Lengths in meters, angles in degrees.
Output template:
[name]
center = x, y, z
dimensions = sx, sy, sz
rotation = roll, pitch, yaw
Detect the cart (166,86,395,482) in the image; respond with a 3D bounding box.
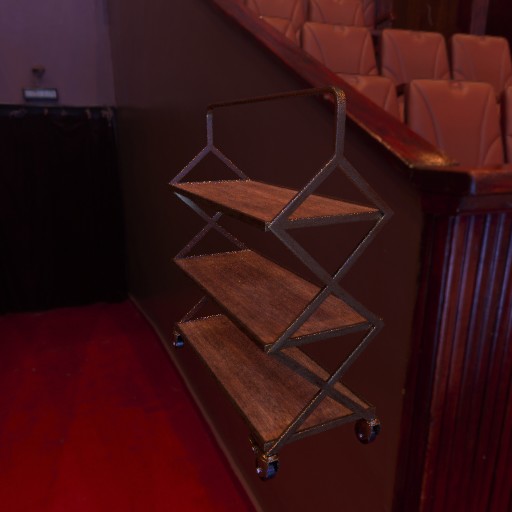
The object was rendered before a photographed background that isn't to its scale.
[cart]
center = 0.000, 0.000, 1.193
dimensions = 0.313, 0.805, 0.723
rotation = -7, 17, -25
